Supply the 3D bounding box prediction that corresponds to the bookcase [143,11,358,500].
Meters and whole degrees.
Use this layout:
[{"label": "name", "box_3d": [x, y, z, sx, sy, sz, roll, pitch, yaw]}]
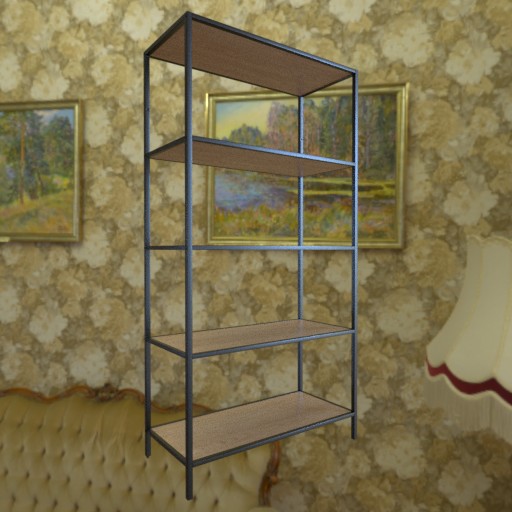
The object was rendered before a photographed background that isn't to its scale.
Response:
[{"label": "bookcase", "box_3d": [0.000, 0.000, 1.722, 0.770, 1.500, 0.350, -1, 1, -36]}]
